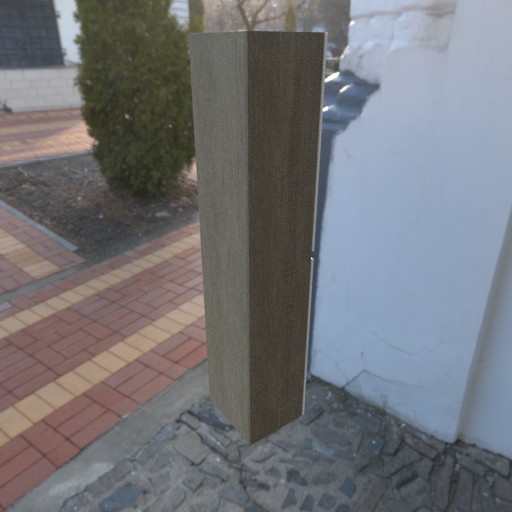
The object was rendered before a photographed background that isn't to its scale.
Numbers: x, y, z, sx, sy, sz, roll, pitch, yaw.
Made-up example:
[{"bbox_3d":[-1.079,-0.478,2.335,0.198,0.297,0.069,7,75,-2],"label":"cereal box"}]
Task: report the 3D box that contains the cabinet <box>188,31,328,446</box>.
[{"bbox_3d":[0.000,0.000,1.556,0.270,1.400,0.300,-17,31,-32],"label":"cabinet"}]
